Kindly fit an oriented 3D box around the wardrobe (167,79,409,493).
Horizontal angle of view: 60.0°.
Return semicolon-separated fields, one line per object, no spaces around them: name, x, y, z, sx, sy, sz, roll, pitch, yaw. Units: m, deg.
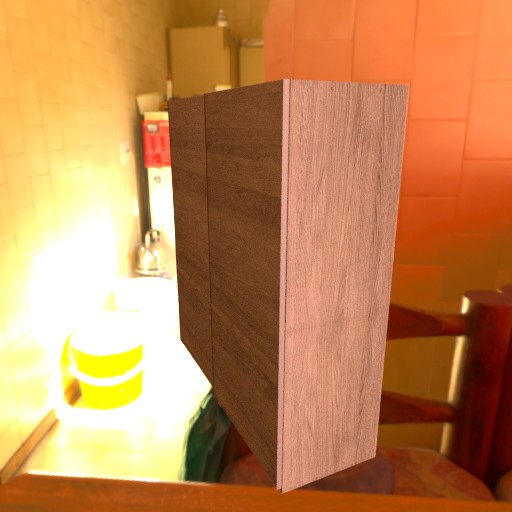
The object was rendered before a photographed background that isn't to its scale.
wardrobe;0.000;0.000;2.849;0.629;1.960;1.780;-8;18;-25
